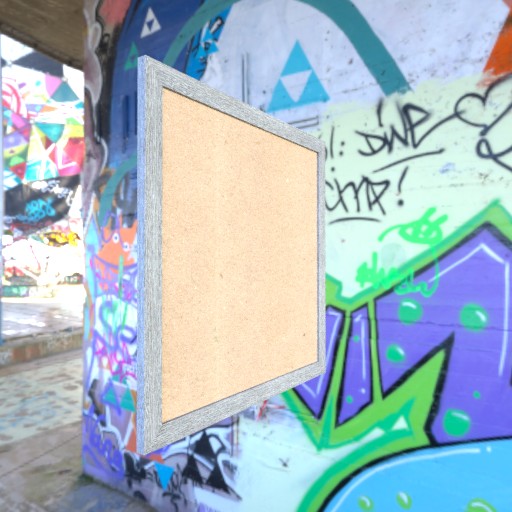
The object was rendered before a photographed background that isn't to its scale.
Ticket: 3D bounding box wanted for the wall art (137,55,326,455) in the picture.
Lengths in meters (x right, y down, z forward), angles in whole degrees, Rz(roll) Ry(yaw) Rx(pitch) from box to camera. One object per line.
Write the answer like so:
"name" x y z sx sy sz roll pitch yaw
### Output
"wall art" 0.000 0.000 1.042 0.020 0.685 0.685 0 -1 35
